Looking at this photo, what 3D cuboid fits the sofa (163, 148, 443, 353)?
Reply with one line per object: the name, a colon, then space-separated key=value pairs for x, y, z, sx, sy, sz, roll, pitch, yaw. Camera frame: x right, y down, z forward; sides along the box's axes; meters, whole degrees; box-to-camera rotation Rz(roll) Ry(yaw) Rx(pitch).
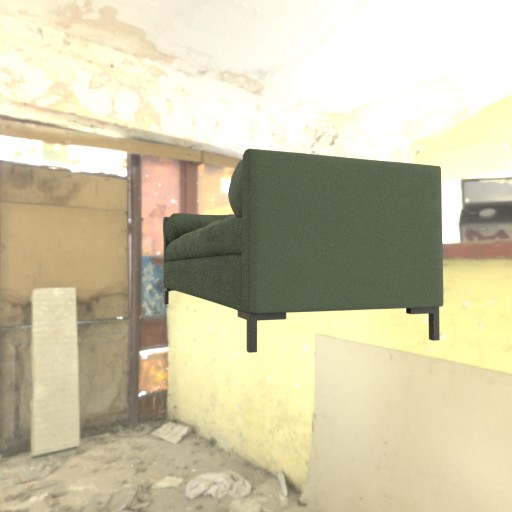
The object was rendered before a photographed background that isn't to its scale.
sofa: x=0.000 y=0.000 z=2.518 sx=0.817 sy=0.681 sz=2.130 roll=1 pitch=-2 yaw=-19
